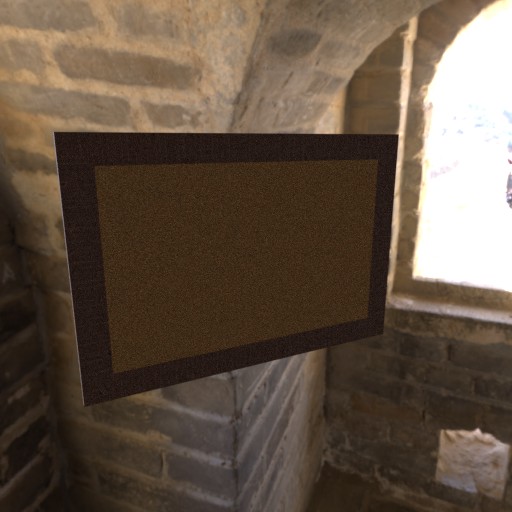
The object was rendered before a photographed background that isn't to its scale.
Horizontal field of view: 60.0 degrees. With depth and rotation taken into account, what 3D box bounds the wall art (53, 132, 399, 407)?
[{"bbox_3d":[0.000,0.000,1.175,0.917,0.626,0.019,-7,16,-26],"label":"wall art"}]
